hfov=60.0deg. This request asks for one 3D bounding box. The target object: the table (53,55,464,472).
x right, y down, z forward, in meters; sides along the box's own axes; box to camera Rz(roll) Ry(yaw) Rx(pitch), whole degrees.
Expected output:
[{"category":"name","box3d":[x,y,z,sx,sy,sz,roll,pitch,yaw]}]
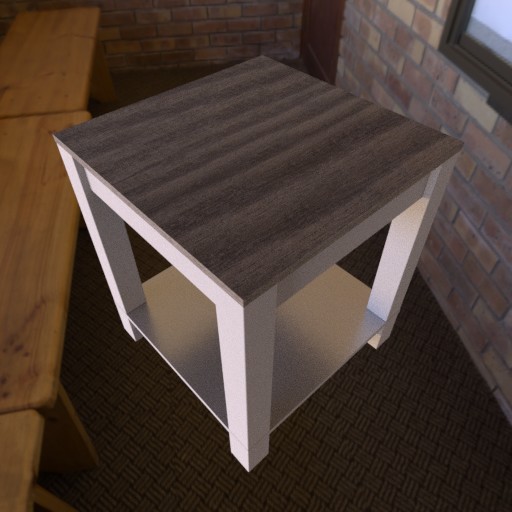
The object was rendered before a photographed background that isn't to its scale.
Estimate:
[{"category":"table","box3d":[0.000,0.000,0.978,0.506,0.587,0.504,-34,54,-28]}]
